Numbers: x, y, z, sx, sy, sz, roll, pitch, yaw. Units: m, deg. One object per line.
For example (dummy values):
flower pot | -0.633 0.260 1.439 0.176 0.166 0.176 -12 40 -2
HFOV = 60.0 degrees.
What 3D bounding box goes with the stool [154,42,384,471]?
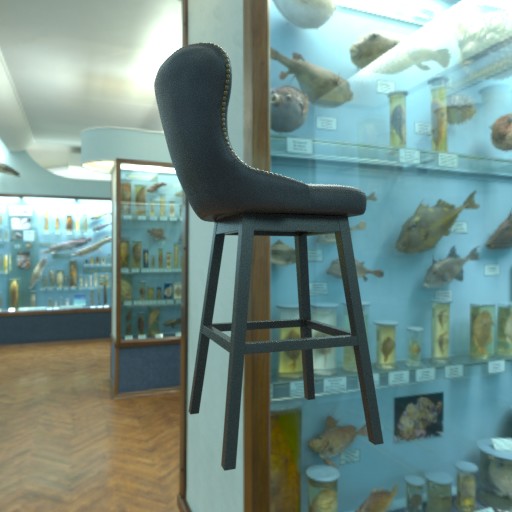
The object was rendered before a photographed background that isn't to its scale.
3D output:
stool | 0.000 0.000 1.345 0.601 1.050 0.528 0 0 -20
